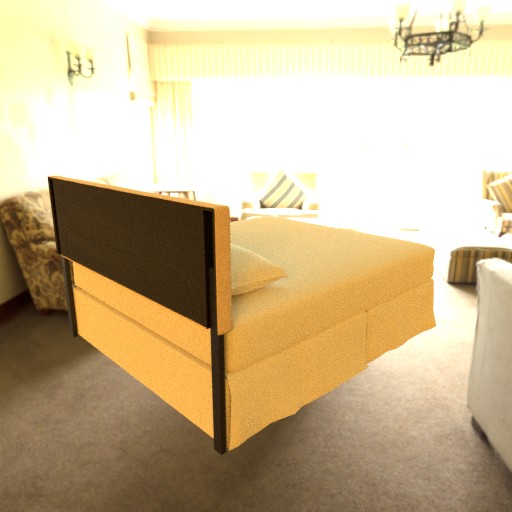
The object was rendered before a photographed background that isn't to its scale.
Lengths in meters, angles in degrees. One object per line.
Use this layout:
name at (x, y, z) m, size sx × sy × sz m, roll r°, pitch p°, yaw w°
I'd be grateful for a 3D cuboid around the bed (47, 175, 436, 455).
bed at (0.000, 0.000, 2.802) m, size 1.876 × 1.016 × 1.616 m, roll -14°, pitch 21°, yaw -42°
